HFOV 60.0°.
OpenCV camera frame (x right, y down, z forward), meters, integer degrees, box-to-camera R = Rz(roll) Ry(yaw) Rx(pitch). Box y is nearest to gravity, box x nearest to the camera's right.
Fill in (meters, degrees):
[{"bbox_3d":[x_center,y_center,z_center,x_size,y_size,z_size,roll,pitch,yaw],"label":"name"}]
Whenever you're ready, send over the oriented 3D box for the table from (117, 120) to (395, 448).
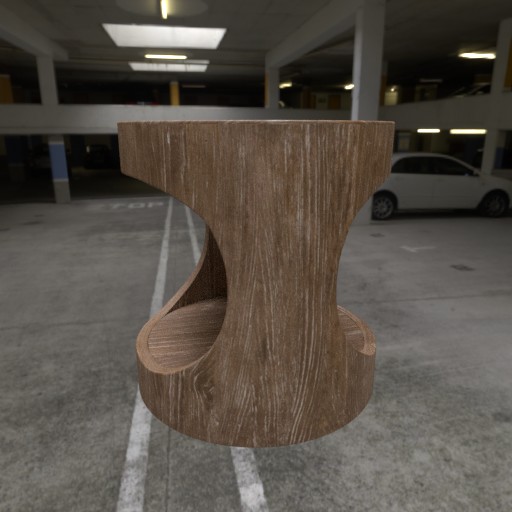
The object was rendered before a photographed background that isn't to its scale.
[{"bbox_3d":[0.000,0.000,0.954,0.527,0.551,0.527,0,16,0],"label":"table"}]
